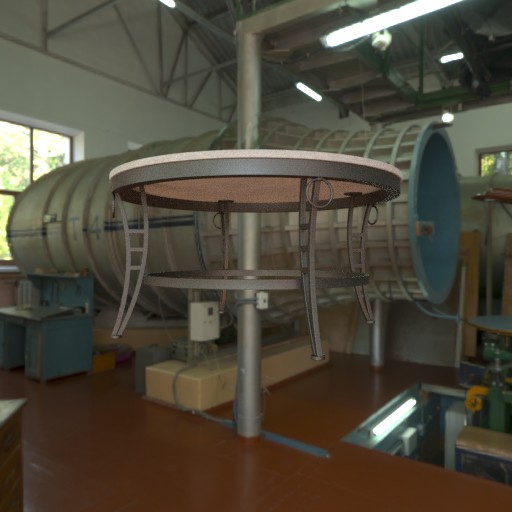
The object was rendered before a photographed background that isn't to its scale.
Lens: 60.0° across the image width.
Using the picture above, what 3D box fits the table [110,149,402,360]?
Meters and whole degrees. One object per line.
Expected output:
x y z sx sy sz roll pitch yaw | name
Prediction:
0.000 0.000 1.417 0.889 0.470 0.889 0 0 0 | table
